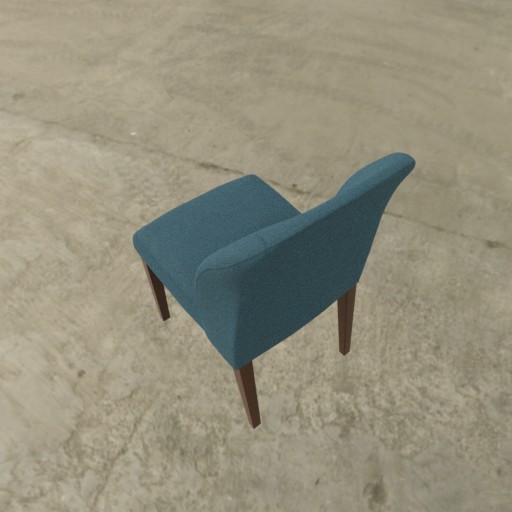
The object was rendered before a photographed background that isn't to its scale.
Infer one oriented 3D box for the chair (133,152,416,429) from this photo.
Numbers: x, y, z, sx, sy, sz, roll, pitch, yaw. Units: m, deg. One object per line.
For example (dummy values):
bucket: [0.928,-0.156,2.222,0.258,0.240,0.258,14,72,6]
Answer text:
chair: [0.000,0.000,1.265,0.507,0.879,0.620,-31,55,-25]
